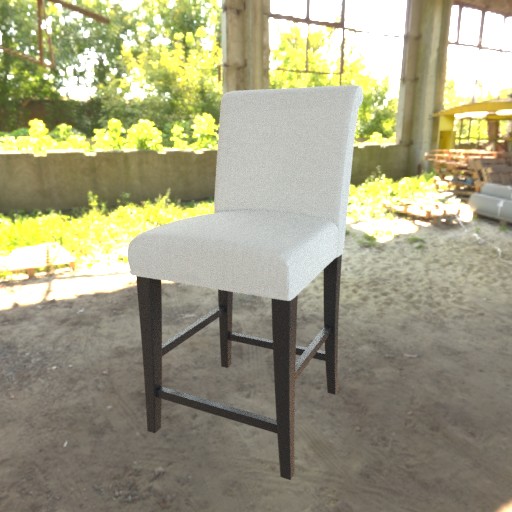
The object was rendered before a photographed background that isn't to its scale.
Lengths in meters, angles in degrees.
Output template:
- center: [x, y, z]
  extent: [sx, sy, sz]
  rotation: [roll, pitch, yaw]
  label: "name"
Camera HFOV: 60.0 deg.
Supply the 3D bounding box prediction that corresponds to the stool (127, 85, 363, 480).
- center: [0.000, 0.000, 1.307]
  extent: [0.452, 0.976, 0.597]
  rotation: [7, 16, 25]
  label: "stool"
